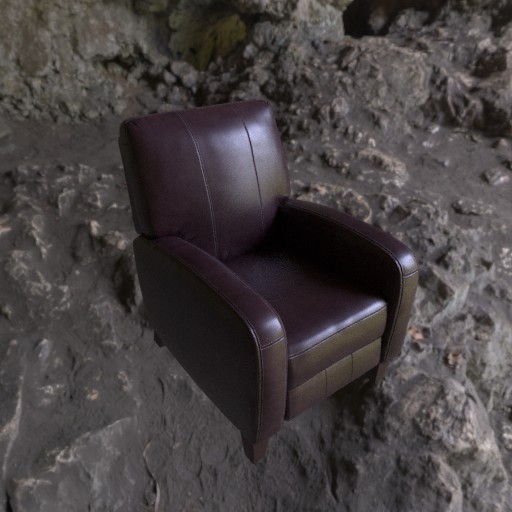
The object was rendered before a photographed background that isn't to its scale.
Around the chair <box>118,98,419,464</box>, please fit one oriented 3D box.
[{"bbox_3d":[0.000,0.000,1.701,0.762,0.990,0.990,-20,36,-31],"label":"chair"}]
